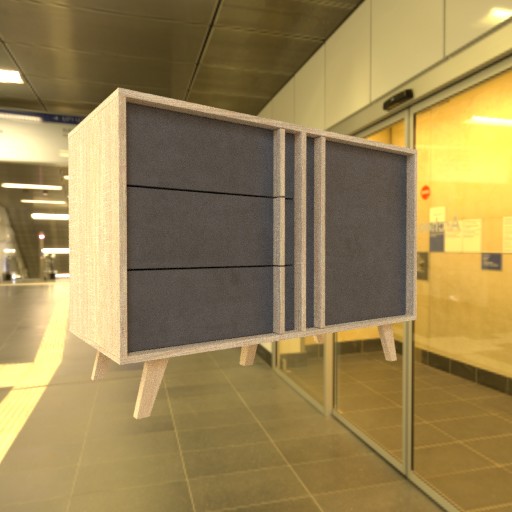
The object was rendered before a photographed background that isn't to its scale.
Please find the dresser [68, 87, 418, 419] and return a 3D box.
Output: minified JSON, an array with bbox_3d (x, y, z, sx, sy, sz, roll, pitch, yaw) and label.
[{"bbox_3d":[0.000,0.000,1.531,1.110,0.780,0.500,-1,1,-35],"label":"dresser"}]
